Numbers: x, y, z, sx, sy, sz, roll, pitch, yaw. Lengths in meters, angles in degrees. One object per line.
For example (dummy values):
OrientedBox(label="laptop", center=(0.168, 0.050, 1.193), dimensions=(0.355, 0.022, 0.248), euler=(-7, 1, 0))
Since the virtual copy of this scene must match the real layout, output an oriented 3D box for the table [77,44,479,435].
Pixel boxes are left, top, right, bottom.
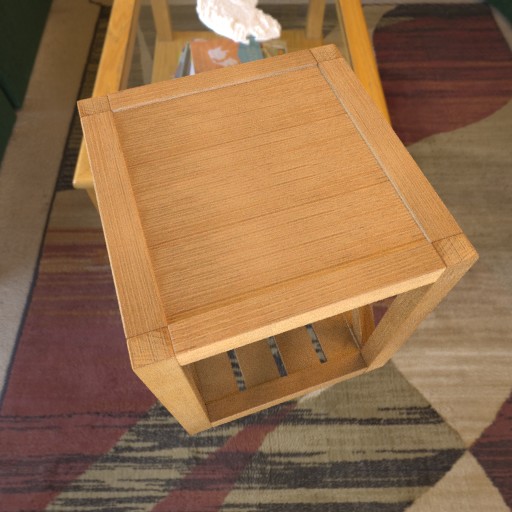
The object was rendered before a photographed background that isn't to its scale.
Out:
OrientedBox(label="table", center=(0.000, 0.000, 1.039), dimensions=(0.558, 0.610, 0.559), euler=(-17, 62, -9))
